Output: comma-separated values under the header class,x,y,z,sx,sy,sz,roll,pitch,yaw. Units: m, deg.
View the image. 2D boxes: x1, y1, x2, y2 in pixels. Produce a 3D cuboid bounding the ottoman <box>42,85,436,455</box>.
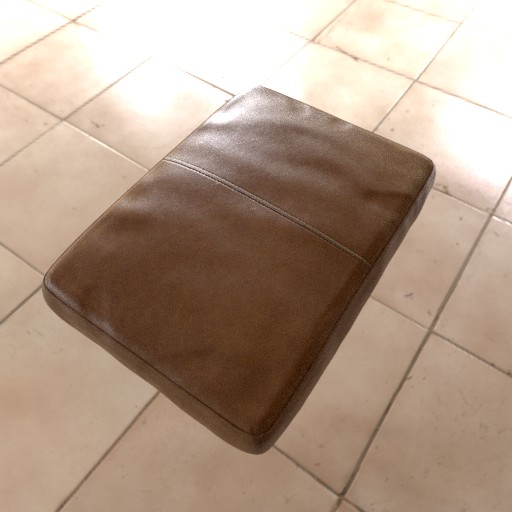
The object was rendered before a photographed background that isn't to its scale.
class,x,y,z,sx,sy,sz,roll,pitch,yaw
ottoman,0.000,0.000,1.193,0.630,0.461,0.869,30,62,18
